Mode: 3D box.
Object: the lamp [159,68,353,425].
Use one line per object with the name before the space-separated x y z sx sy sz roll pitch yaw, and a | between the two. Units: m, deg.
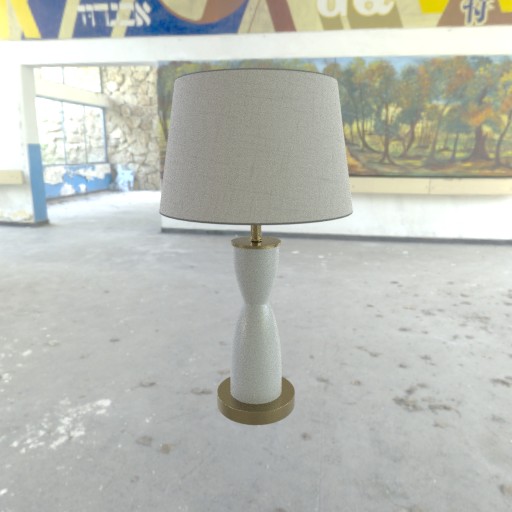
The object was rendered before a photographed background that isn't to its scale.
lamp | 0.000 0.000 0.740 0.309 0.545 0.309 0 13 0
